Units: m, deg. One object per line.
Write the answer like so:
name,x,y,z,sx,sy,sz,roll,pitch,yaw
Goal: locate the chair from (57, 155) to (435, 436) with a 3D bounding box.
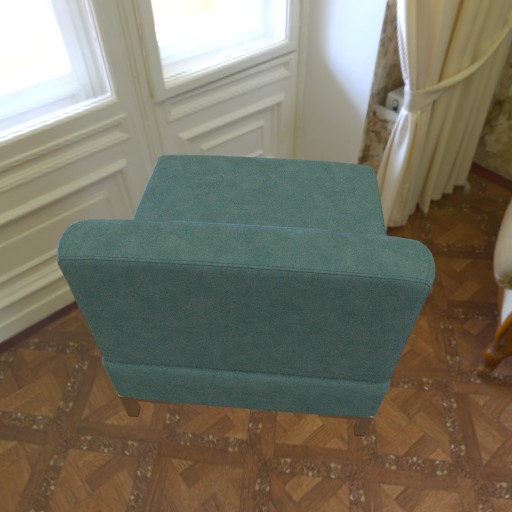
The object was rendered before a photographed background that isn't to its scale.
chair,0.000,0.000,1.196,0.684,0.660,0.685,4,47,3
